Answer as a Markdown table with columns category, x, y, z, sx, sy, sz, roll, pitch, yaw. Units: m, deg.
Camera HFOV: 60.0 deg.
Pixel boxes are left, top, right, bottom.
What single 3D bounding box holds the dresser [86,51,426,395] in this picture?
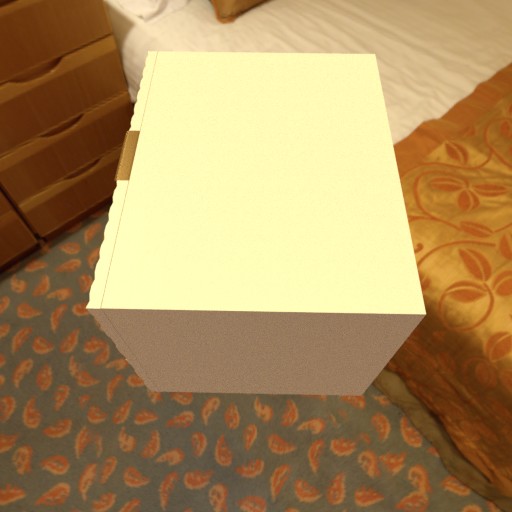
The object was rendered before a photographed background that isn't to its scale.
| category | x | y | z | sx | sy | sz | roll | pitch | yaw |
| --- | --- | --- | --- | --- | --- | --- | --- | --- | --- |
| dresser | 0.000 | 0.000 | 0.900 | 0.414 | 0.568 | 0.503 | 1 | 58 | 1 |
